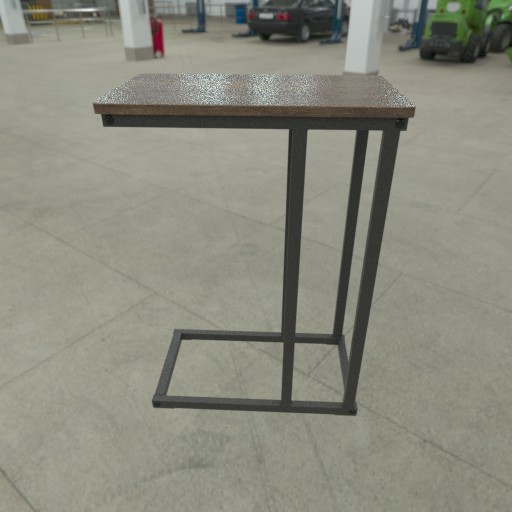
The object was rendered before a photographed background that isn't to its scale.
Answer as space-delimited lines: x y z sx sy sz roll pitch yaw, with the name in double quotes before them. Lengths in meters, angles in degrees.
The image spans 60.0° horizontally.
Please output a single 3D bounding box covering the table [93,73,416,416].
"table" 0.000 0.000 0.882 0.450 0.637 0.254 1 31 2
